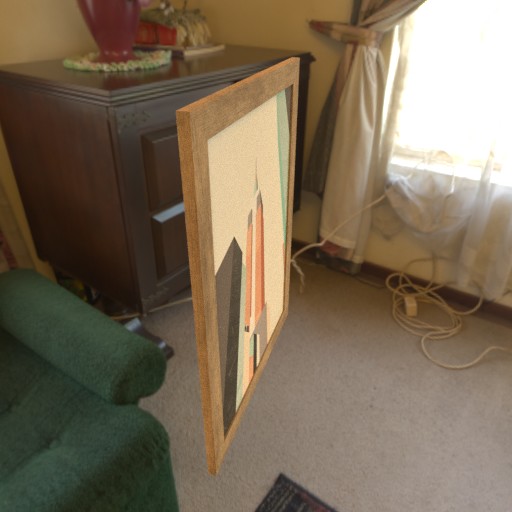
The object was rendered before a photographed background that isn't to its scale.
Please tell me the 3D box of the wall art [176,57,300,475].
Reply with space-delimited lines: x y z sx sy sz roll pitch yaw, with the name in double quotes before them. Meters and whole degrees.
"wall art" 0.000 0.000 0.903 0.018 0.686 0.534 10 32 16
